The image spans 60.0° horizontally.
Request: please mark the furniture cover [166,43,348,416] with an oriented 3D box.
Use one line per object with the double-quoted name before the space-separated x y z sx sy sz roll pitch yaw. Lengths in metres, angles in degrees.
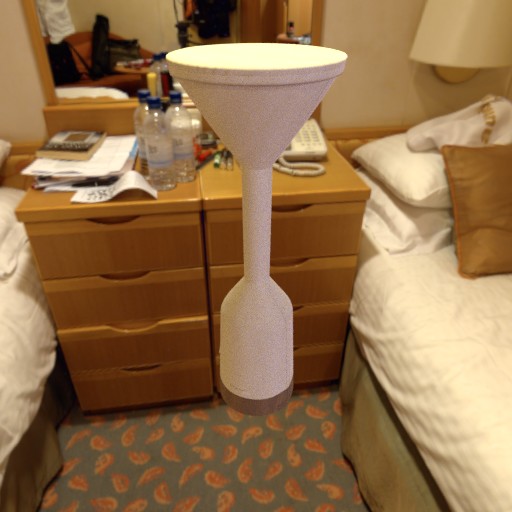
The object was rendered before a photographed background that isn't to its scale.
"furniture cover" 0.000 0.000 2.875 0.914 2.413 0.914 20 37 29
